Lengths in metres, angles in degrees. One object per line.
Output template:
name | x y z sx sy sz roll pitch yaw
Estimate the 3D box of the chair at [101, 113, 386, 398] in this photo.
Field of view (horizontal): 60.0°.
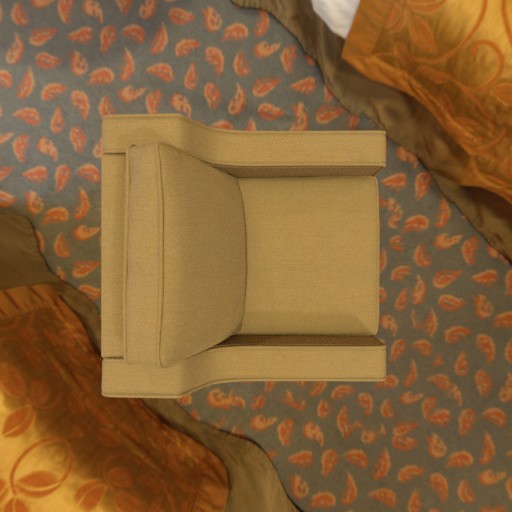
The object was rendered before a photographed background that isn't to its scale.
chair | 0.000 0.000 1.634 0.909 0.960 0.831 0 90 1
